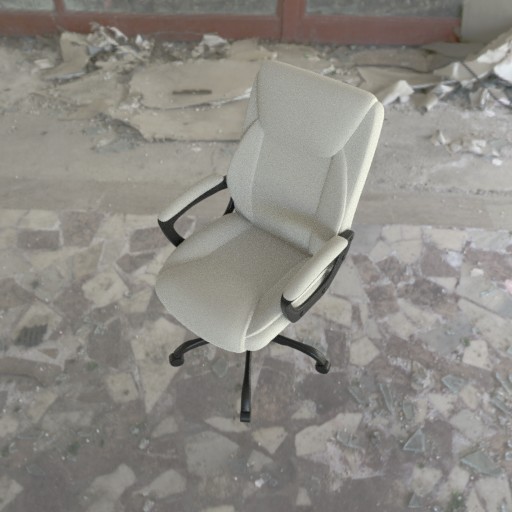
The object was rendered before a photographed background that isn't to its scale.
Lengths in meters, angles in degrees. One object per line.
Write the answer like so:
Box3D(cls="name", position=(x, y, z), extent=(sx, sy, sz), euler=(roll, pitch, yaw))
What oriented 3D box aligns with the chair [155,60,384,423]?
Box3D(cls="chair", position=(0.000, 0.000, 1.518), extent=(0.663, 1.065, 0.669), euler=(31, 54, 25))
